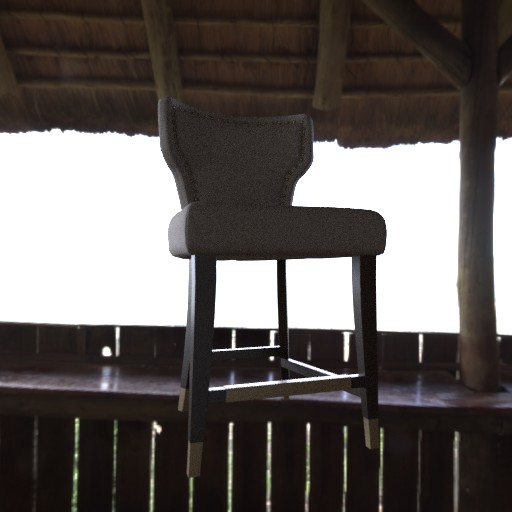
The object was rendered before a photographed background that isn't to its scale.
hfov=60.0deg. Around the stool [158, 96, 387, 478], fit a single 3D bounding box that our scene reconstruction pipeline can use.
[{"bbox_3d":[0.000,0.000,1.290,0.527,0.982,0.563,0,-1,-19],"label":"stool"}]
